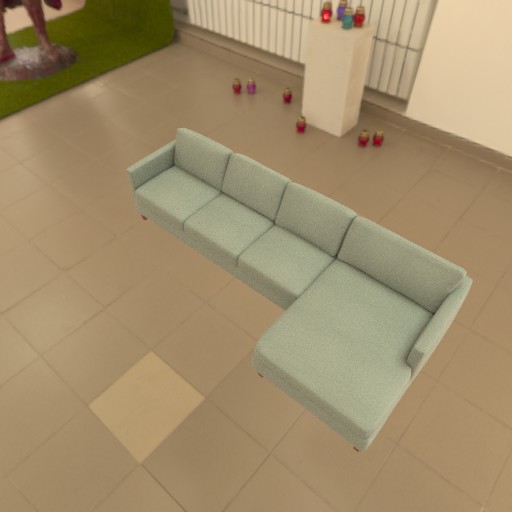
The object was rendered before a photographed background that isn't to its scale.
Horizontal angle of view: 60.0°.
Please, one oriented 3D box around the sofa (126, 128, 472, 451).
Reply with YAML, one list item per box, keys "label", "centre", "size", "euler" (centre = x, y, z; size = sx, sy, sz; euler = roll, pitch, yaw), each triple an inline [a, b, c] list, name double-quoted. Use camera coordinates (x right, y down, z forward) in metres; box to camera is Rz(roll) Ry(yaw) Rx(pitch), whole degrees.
- label: "sofa"
  centre: [0.000, 0.000, 4.215]
  size: [3.471, 0.950, 1.604]
  euler: [32, 55, 26]
